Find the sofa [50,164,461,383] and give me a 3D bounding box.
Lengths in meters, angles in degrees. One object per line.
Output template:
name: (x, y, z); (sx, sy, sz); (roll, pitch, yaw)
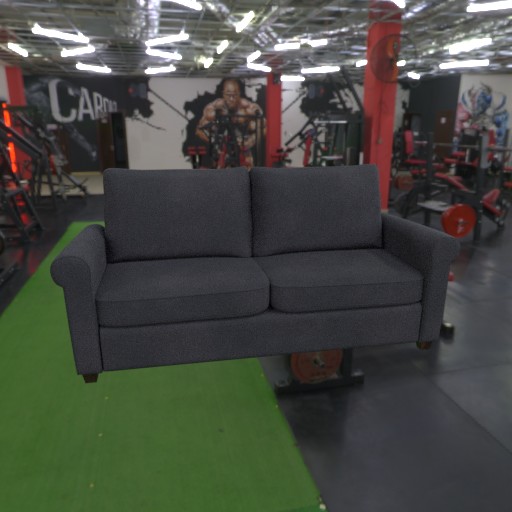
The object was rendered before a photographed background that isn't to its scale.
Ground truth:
sofa: (0.000, 0.000, 2.469); (1.935, 0.942, 0.842); (-3, 17, -10)
